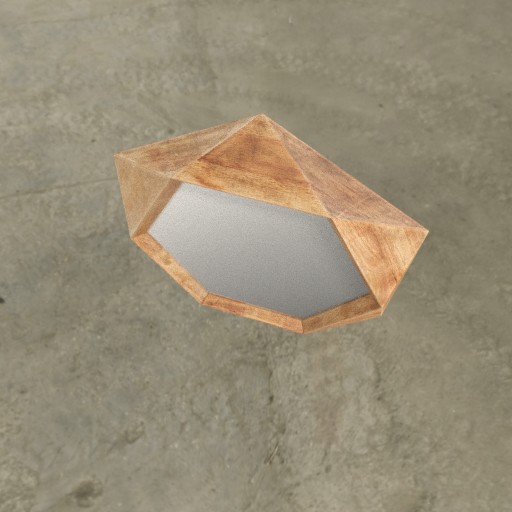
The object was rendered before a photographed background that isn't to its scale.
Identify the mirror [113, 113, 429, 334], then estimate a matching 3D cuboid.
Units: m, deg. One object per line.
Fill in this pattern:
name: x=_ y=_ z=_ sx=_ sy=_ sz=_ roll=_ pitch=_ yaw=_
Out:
mirror: x=0.000 y=0.000 z=1.052 sx=0.675 sy=0.779 sz=0.091 roll=15 pitch=59 yaw=9
